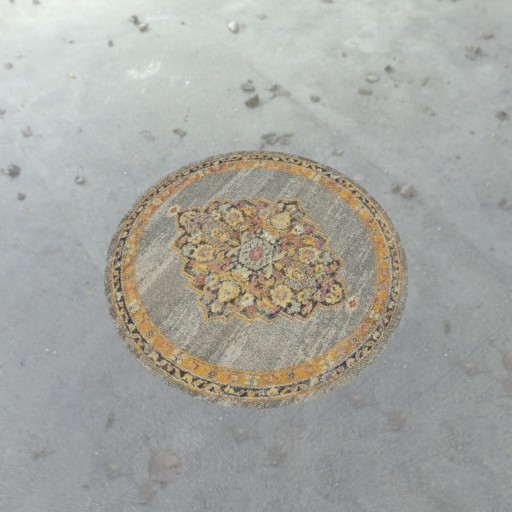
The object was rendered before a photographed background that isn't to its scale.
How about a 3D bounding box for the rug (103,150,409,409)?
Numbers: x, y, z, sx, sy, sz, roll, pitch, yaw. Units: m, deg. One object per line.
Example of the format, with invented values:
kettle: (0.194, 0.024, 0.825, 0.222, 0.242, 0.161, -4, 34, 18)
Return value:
rug: (0.000, 0.000, 3.521, 2.382, 0.014, 2.382, 0, 57, 0)
